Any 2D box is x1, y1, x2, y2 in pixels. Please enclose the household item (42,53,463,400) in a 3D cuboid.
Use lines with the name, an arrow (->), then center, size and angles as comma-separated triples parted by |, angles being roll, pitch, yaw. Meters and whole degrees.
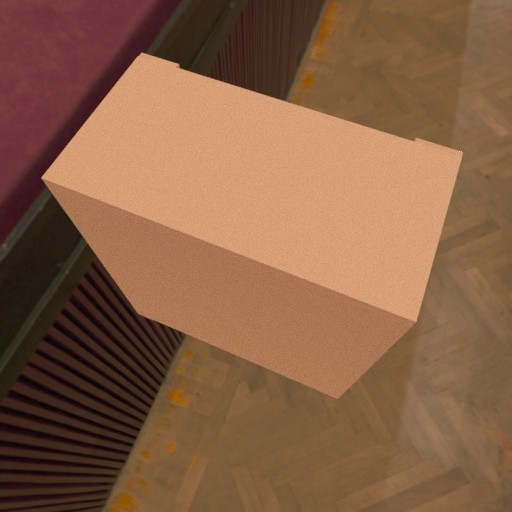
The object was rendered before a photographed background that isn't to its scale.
household item -> 0.000, 0.000, 1.333 | 0.800, 0.870, 0.420 | 21, 65, 10
